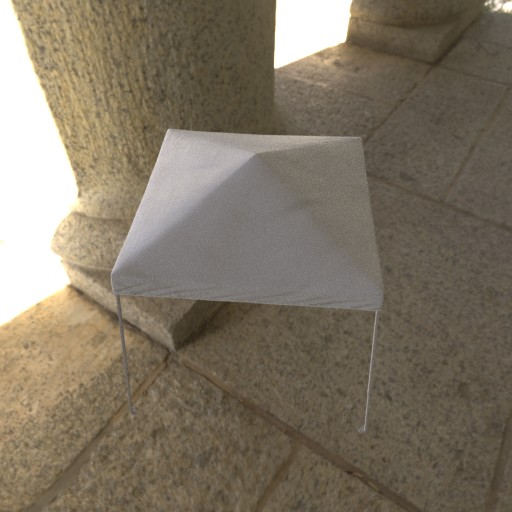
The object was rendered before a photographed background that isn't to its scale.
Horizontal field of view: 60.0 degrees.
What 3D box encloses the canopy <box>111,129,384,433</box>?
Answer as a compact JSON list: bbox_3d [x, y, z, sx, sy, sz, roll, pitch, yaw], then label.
[{"bbox_3d":[0.000,0.000,6.601,3.600,3.600,3.599,3,48,3],"label":"canopy"}]
